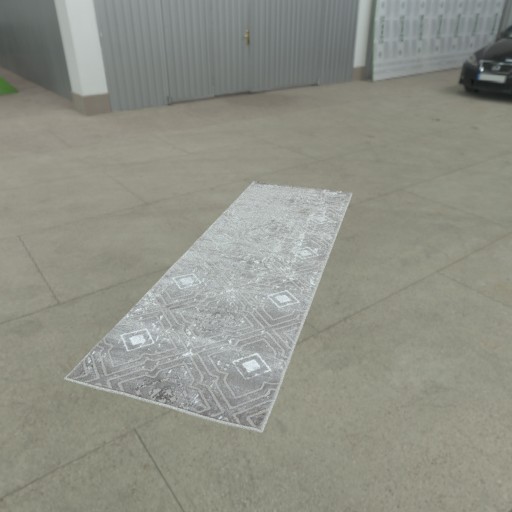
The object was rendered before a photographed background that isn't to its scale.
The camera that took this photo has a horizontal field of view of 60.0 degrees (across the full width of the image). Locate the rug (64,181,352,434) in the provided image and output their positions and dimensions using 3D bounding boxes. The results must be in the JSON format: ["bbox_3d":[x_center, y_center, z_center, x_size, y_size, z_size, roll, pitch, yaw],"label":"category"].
[{"bbox_3d":[0.000,0.000,2.639,0.832,0.035,2.381,9,31,16],"label":"rug"}]
